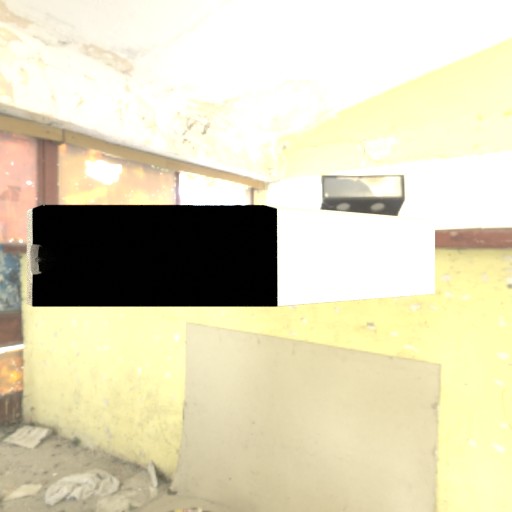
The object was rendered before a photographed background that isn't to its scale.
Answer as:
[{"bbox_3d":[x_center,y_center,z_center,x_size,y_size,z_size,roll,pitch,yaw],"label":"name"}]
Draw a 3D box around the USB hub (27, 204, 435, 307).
[{"bbox_3d":[0.000,0.000,0.124,0.110,0.023,0.044,0,0,-36],"label":"USB hub"}]
